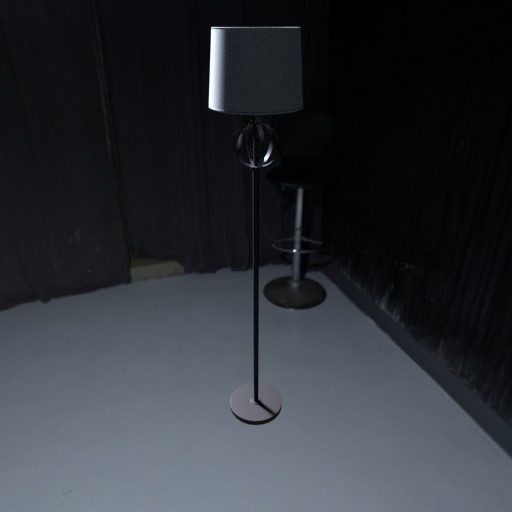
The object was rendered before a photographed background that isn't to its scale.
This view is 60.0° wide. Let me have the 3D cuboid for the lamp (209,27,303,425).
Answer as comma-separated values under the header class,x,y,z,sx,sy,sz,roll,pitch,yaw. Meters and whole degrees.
class,x,y,z,sx,sy,sz,roll,pitch,yaw
lamp,0.000,0.000,1.595,0.286,1.462,0.286,-9,29,-16
